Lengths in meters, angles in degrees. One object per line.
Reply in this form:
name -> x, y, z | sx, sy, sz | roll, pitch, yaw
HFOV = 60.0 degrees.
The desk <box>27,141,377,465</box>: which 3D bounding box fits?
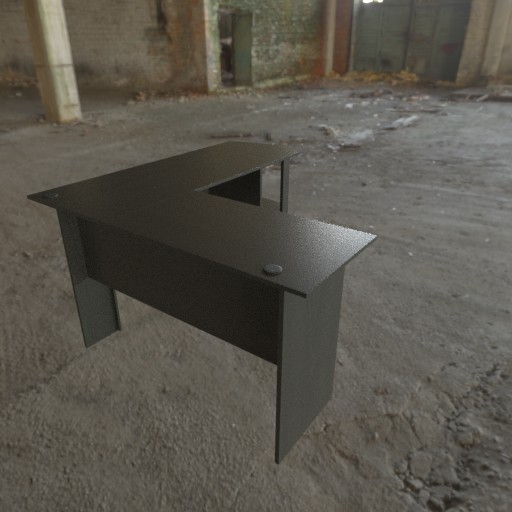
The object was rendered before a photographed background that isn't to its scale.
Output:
desk -> 0.000, 0.000, 2.099 | 1.303, 0.716, 1.361 | 18, 31, 32
